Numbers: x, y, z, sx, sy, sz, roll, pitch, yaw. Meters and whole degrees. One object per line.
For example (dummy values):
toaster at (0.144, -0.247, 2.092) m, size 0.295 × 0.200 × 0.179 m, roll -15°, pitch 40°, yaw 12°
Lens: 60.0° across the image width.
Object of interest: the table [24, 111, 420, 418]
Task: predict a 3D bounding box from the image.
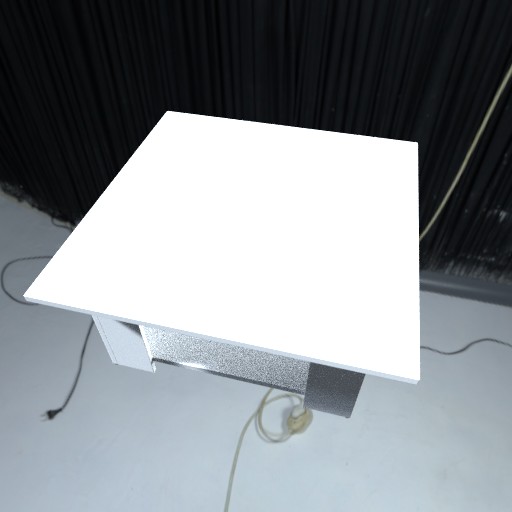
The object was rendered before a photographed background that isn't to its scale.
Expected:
table at (0.000, 0.000, 1.055) m, size 0.670 × 0.305 × 0.670 m, roll 10°, pitch 47°, yaw 10°
